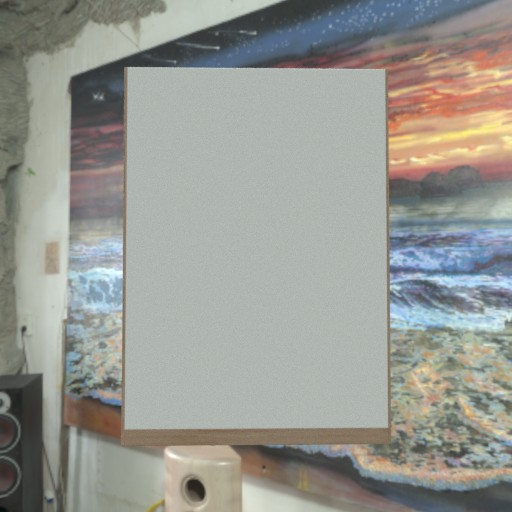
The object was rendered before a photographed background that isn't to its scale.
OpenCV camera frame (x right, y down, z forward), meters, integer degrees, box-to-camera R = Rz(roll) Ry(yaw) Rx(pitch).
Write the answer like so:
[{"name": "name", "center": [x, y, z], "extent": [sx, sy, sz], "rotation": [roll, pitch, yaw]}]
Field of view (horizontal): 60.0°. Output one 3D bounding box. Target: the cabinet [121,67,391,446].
[{"name": "cabinet", "center": [0.000, 0.000, 2.784], "extent": [1.500, 2.120, 0.590], "rotation": [0, -2, -1]}]
